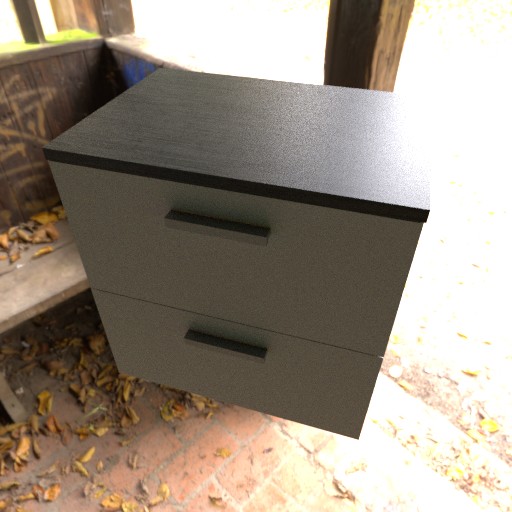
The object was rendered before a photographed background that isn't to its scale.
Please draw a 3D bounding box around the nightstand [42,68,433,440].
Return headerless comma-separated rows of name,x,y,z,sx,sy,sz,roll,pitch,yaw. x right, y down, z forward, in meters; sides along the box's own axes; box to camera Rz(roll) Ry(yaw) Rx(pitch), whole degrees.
nightstand,0.000,0.000,0.730,0.441,0.460,0.325,11,41,13
